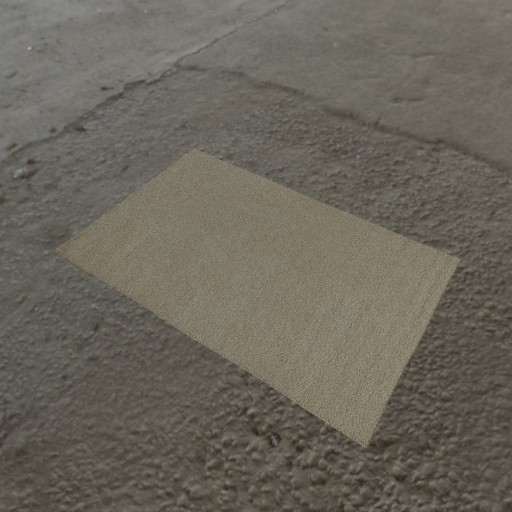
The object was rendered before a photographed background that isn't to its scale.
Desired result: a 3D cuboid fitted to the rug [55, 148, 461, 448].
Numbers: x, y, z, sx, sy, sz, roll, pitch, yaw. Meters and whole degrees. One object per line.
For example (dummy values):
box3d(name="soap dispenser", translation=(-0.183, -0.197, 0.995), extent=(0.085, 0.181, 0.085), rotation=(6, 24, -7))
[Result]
box3d(name="rug", translation=(0.000, 0.000, 3.042), extent=(2.346, 0.025, 1.500), rotation=(27, 53, 23))
